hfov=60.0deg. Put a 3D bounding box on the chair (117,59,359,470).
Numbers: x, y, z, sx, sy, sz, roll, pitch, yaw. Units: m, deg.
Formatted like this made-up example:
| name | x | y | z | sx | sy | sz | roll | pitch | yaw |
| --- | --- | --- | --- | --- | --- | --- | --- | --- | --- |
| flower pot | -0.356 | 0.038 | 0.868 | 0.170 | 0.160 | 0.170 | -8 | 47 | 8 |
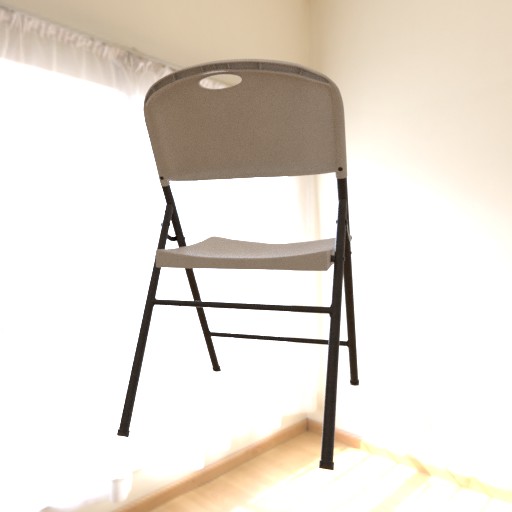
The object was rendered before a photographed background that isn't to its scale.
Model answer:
| name | x | y | z | sx | sy | sz | roll | pitch | yaw |
| --- | --- | --- | --- | --- | --- | --- | --- | --- | --- |
| chair | 0.000 | 0.000 | 1.170 | 0.494 | 0.810 | 0.566 | 1 | 2 | 18 |
